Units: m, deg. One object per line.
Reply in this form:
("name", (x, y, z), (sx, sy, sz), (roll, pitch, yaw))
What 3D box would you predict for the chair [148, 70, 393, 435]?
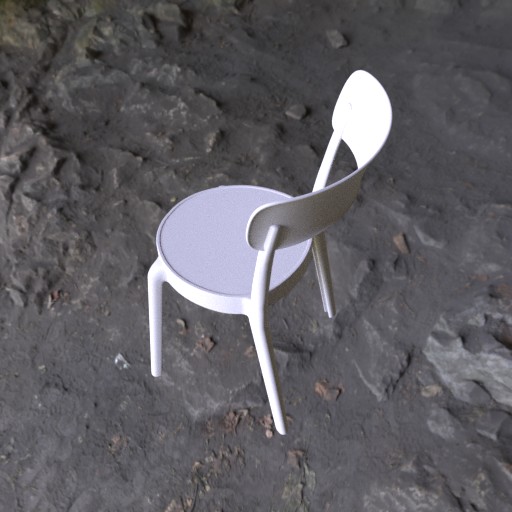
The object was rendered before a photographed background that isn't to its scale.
("chair", (0.000, 0.000, 1.102), (0.491, 0.790, 0.506), (18, 48, 17))
